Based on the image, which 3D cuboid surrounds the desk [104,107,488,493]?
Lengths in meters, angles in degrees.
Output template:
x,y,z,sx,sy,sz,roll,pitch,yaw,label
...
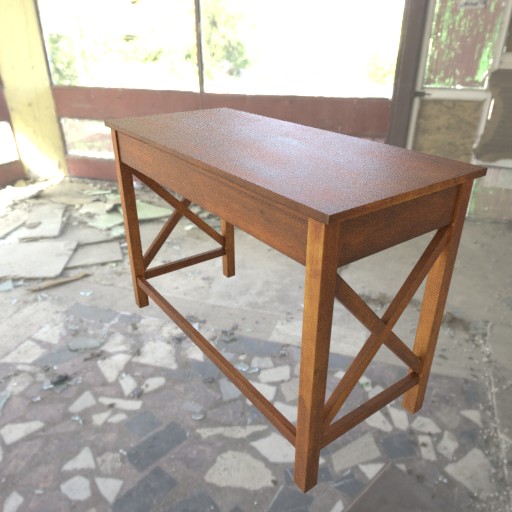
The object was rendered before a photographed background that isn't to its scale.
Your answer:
x,y,z,sx,sy,sz,roll,pitch,yaw,label
0.000,0.000,1.458,0.508,0.762,1.117,-18,32,-32,desk
